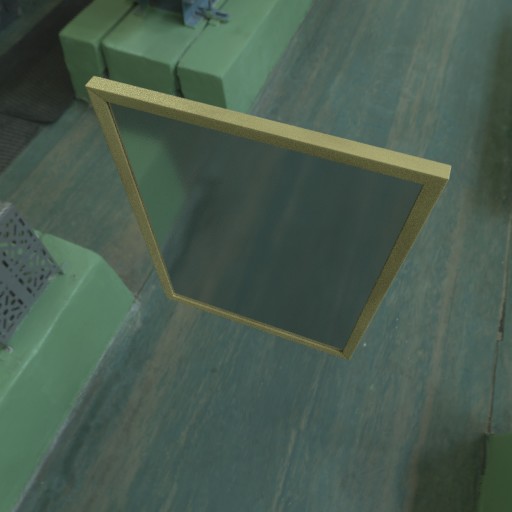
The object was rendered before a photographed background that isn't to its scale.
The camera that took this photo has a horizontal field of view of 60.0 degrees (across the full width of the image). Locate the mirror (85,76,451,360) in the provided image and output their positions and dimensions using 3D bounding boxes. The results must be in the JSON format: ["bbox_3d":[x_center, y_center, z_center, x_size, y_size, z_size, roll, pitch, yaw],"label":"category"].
[{"bbox_3d":[0.000,0.000,1.317,0.762,1.016,0.040,17,60,10],"label":"mirror"}]
